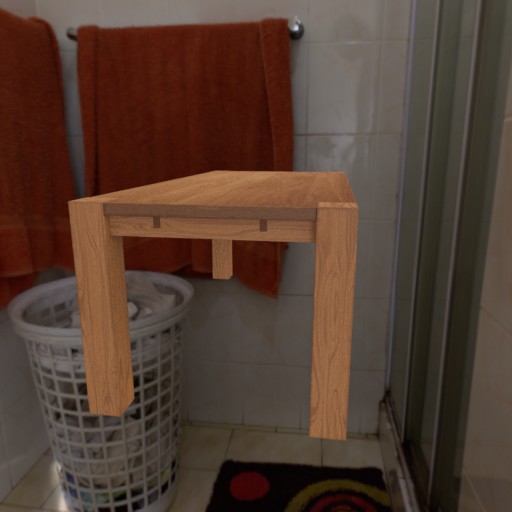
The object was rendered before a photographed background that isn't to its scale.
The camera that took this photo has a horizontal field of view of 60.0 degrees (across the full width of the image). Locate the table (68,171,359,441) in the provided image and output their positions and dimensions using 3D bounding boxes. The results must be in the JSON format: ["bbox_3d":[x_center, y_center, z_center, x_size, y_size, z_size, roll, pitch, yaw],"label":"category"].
[{"bbox_3d":[0.000,0.000,2.280,0.900,0.760,1.800,2,14,9],"label":"table"}]
